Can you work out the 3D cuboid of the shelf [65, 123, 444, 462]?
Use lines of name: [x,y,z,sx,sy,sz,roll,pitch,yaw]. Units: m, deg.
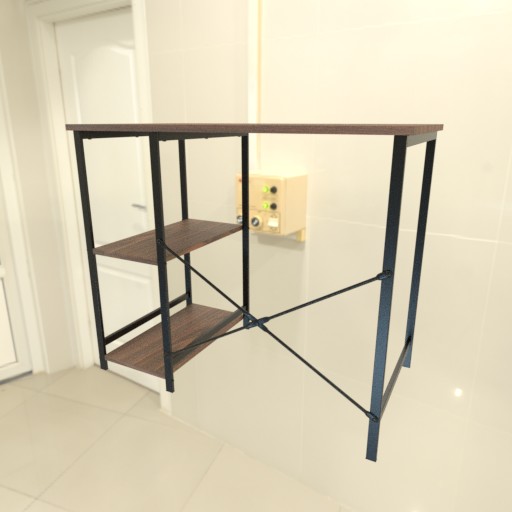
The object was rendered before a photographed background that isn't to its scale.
shelf: [0.000,0.000,1.315,0.902,0.750,0.498,9,19,26]
